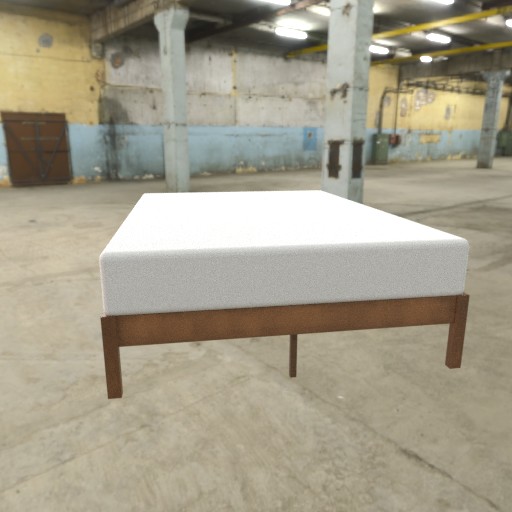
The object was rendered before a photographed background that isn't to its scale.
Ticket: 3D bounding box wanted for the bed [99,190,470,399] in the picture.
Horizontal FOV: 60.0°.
[{"bbox_3d":[0.000,0.000,2.778,1.529,0.593,2.050,-2,14,-9],"label":"bed"}]
